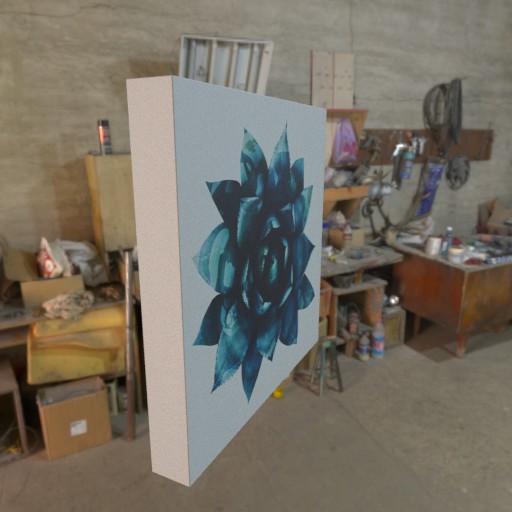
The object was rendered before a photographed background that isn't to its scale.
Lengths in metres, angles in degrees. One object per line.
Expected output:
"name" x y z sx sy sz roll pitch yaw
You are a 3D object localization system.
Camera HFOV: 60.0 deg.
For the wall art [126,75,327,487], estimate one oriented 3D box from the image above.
"wall art" 0.000 0.000 0.453 0.038 0.305 0.305 7 16 26
